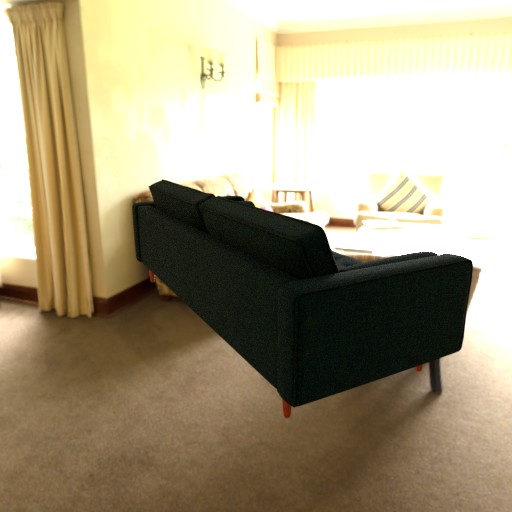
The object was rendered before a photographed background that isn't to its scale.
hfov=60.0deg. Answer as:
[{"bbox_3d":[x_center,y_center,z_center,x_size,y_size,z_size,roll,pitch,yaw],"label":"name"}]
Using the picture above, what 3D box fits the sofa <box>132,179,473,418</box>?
[{"bbox_3d":[0.000,0.000,2.616,0.914,0.762,2.210,-8,18,-28],"label":"sofa"}]
